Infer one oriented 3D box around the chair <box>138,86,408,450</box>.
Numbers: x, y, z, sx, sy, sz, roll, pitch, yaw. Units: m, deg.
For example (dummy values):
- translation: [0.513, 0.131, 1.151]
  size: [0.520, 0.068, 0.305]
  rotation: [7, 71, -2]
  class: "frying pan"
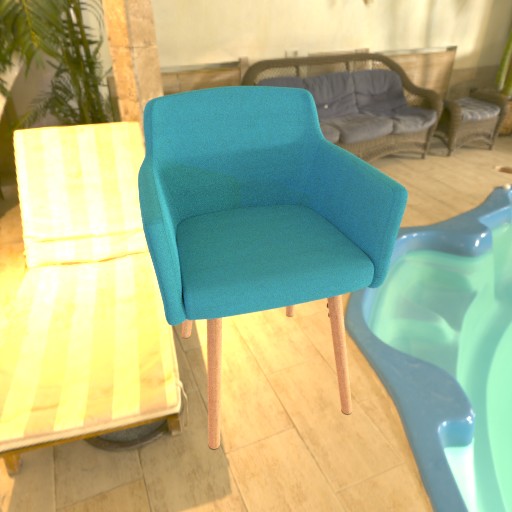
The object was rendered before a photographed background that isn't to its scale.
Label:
- translation: [0.000, 0.000, 1.193]
  size: [0.570, 0.780, 0.540]
  rotation: [-9, 33, -15]
  class: "chair"
